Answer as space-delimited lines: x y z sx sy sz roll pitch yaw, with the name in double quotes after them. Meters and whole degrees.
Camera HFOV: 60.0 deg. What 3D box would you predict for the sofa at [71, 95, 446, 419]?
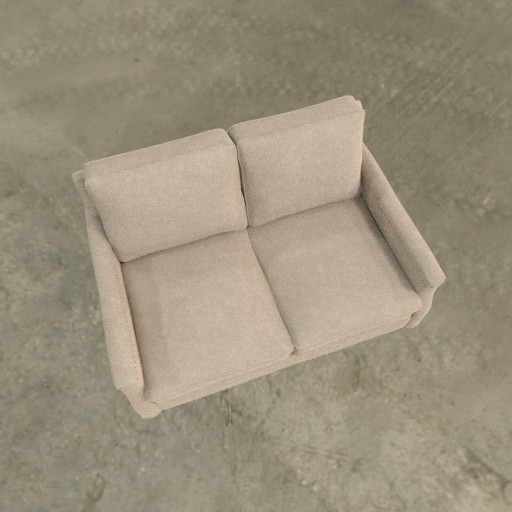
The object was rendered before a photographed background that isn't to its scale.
0.000 0.000 2.293 1.597 1.002 1.084 -17 64 -9 "sofa"
